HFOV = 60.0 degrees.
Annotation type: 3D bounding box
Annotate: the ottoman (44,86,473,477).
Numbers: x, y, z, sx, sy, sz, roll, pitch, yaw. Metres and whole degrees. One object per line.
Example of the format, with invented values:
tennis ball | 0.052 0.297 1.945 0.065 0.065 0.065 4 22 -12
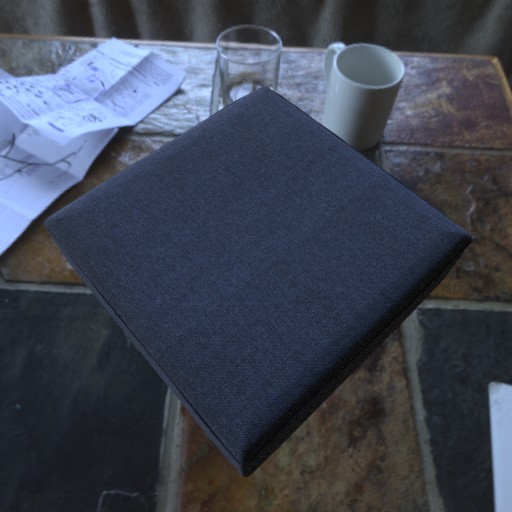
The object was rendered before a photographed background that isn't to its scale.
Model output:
ottoman | 0.000 0.000 1.580 1.023 0.423 1.017 -38 66 -20
